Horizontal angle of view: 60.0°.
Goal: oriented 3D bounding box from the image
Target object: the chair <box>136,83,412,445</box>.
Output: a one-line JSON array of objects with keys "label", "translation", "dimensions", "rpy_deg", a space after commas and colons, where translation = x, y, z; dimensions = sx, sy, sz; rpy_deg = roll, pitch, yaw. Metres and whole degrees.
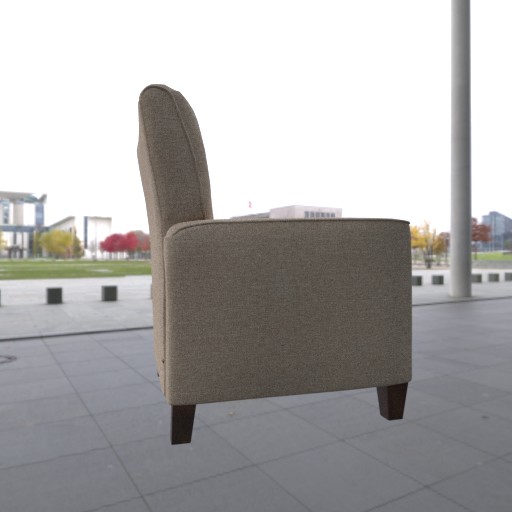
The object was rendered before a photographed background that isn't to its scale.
[{"label": "chair", "translation": [0.000, 0.000, 1.651], "dimensions": [0.858, 1.028, 0.841], "rpy_deg": [0, 0, -16]}]
